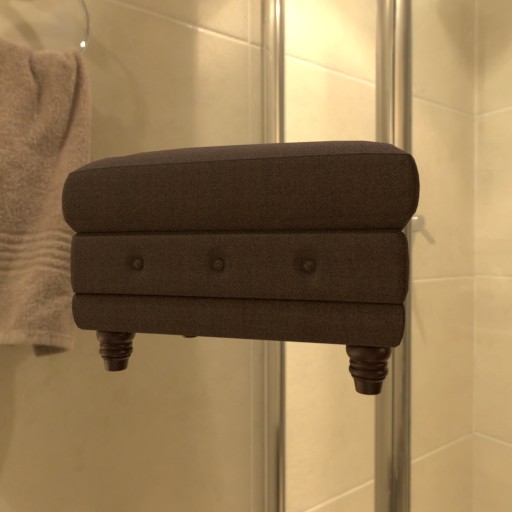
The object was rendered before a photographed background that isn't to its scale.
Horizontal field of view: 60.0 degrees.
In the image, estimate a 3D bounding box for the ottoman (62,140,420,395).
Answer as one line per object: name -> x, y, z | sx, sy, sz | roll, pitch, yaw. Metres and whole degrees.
ottoman -> 0.000, 0.000, 1.213 | 0.809, 0.555, 0.599 | 0, 1, 17
